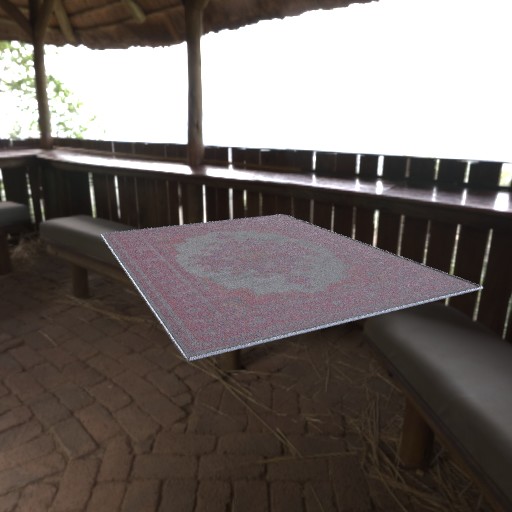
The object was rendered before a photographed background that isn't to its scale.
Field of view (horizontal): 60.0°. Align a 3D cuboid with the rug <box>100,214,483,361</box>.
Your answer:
[{"bbox_3d":[0.000,0.000,4.289,2.447,0.017,3.123,-9,19,-26],"label":"rug"}]
